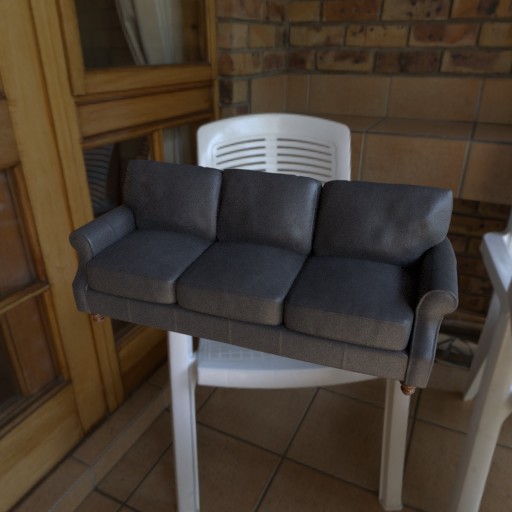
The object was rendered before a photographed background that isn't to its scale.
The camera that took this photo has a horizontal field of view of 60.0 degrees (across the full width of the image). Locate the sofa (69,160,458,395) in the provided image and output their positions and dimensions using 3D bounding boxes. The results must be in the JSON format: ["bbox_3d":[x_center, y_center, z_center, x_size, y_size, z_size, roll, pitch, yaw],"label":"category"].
[{"bbox_3d":[0.000,0.000,2.872,2.387,0.977,0.974,9,27,18],"label":"sofa"}]
